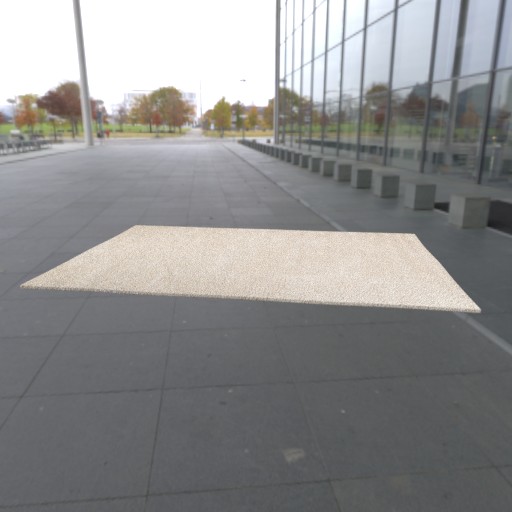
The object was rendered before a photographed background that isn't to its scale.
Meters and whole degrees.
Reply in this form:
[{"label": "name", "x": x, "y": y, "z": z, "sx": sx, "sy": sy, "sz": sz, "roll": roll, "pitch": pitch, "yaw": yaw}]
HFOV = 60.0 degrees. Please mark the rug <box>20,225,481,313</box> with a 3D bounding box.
[{"label": "rug", "x": 0.000, "y": 0.000, "z": 3.419, "sx": 2.699, "sy": 0.025, "sz": 1.800, "roll": 2, "pitch": 16, "yaw": 8}]
